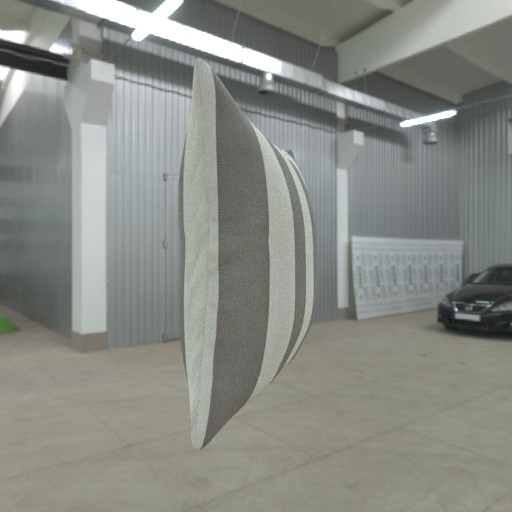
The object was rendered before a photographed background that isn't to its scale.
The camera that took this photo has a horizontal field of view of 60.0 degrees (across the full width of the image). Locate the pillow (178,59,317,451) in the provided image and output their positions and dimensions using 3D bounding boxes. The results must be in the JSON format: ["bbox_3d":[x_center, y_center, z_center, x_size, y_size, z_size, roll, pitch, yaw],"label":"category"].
[{"bbox_3d":[0.000,0.000,0.808,0.192,0.507,0.522,0,0,17],"label":"pillow"}]
